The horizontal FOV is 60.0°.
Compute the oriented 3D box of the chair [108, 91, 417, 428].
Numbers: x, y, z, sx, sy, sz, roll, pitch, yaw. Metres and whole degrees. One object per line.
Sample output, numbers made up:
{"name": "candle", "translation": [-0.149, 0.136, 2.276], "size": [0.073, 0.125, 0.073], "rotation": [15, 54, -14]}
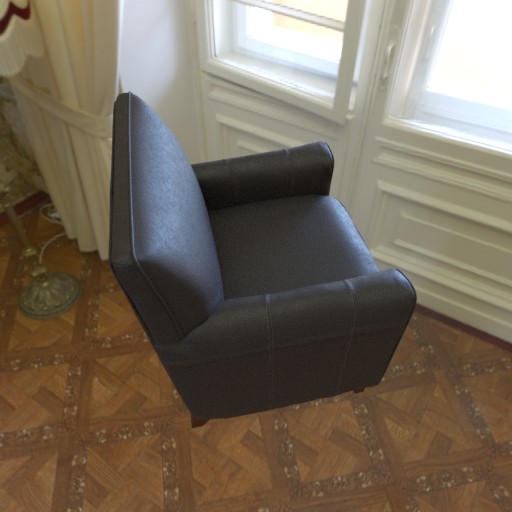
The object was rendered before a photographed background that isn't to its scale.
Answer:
{"name": "chair", "translation": [0.000, 0.000, 1.601], "size": [0.825, 0.943, 0.870], "rotation": [-9, 46, -8]}
